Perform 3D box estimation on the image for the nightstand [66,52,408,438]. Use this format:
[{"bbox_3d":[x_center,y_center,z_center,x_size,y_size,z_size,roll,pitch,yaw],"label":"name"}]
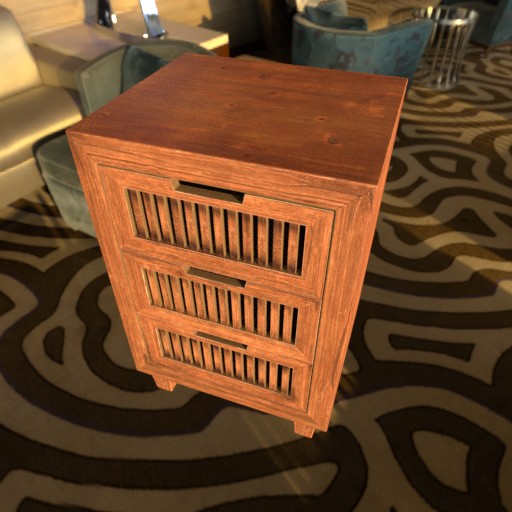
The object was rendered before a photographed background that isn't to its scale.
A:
[{"bbox_3d":[0.000,0.000,0.978,0.465,0.695,0.410,13,43,15],"label":"nightstand"}]
